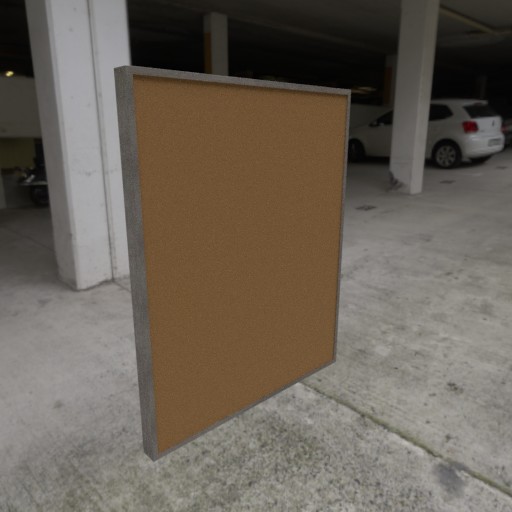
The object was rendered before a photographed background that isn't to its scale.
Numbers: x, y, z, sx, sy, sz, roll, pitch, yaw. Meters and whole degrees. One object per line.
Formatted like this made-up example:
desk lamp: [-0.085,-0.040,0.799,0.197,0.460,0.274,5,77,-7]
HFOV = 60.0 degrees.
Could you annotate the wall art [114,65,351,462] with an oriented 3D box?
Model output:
wall art: [0.000,0.000,0.707,0.421,0.521,0.032,-14,21,-41]
